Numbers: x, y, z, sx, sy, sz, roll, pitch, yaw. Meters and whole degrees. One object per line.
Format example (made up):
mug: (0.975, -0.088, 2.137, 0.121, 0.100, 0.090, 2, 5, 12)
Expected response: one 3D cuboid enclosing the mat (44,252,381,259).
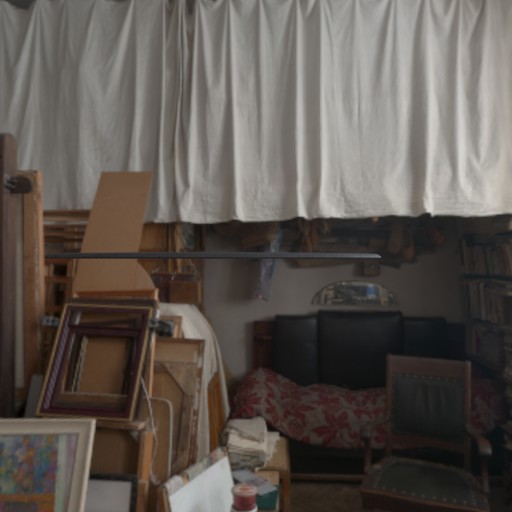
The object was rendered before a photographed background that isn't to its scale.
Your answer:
mat: (0.000, 0.000, 1.920, 1.525, 0.022, 0.917, 0, 0, -37)
